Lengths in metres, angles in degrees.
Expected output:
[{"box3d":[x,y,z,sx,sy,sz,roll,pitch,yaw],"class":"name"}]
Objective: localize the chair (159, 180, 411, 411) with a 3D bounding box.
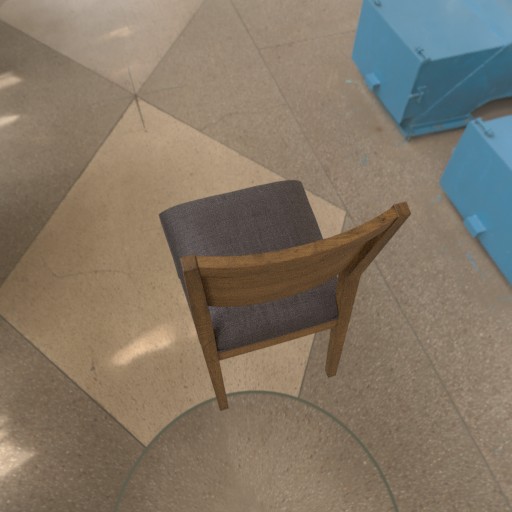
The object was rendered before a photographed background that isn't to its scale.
[{"box3d":[0.000,0.000,1.309,0.501,0.939,0.610,-14,58,-9],"class":"chair"}]
